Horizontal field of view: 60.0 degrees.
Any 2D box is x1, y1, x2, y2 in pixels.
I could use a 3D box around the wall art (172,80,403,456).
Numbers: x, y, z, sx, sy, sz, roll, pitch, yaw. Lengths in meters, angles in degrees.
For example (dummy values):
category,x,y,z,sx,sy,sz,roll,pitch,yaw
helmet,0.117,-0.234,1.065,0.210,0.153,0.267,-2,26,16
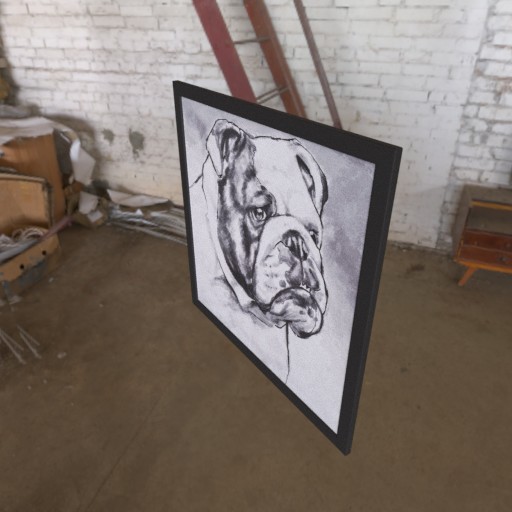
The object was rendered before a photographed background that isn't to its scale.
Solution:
category,x,y,z,sx,sy,sz,roll,pitch,yaw
wall art,0.000,0.000,0.846,0.012,0.558,0.562,-20,36,-30
